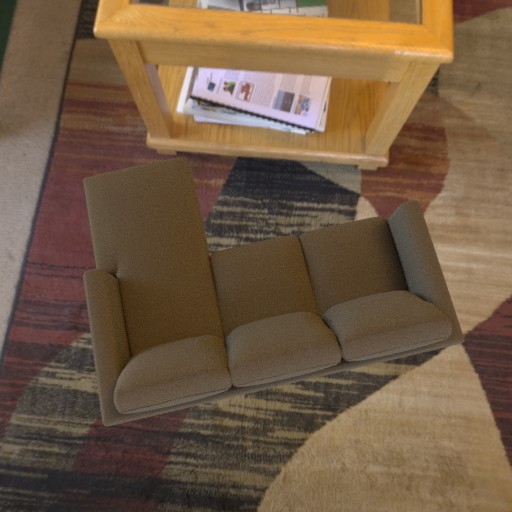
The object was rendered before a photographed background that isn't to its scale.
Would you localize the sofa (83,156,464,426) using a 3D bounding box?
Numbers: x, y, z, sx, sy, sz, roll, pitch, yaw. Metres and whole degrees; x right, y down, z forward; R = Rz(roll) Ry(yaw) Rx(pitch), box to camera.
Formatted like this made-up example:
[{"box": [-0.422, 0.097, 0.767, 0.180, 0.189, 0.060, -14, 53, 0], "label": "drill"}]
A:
[{"box": [0.000, 0.000, 2.824, 2.031, 0.897, 1.591, -12, 76, -3], "label": "sofa"}]
